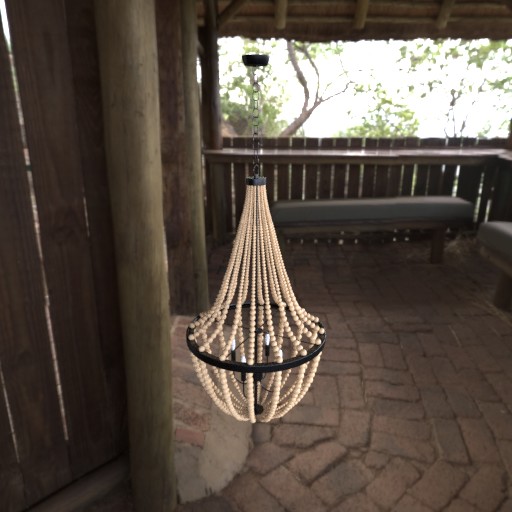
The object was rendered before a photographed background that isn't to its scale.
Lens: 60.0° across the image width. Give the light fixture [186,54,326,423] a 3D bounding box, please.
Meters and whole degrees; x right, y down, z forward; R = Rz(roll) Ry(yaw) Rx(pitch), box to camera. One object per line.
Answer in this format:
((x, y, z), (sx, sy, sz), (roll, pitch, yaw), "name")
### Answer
((0.000, 0.000, 1.368), (0.450, 1.133, 0.450), (0, 17, 0), "light fixture")
